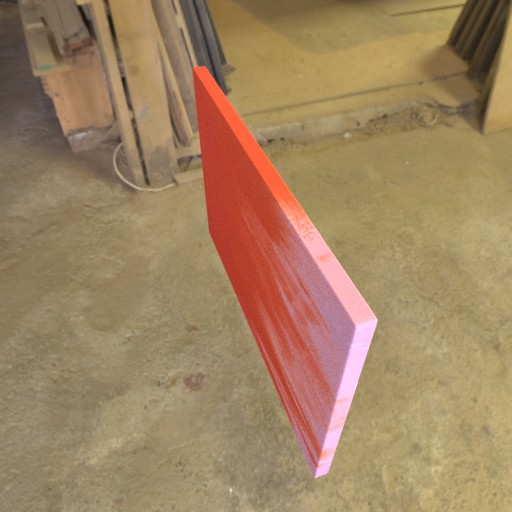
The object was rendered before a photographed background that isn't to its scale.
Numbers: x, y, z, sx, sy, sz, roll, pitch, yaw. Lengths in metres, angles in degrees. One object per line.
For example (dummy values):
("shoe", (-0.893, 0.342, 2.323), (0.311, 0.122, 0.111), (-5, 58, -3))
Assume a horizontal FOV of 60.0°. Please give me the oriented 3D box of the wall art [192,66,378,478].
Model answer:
("wall art", (0.000, 0.000, 1.128), (0.040, 0.609, 0.913), (-15, 47, -14))
